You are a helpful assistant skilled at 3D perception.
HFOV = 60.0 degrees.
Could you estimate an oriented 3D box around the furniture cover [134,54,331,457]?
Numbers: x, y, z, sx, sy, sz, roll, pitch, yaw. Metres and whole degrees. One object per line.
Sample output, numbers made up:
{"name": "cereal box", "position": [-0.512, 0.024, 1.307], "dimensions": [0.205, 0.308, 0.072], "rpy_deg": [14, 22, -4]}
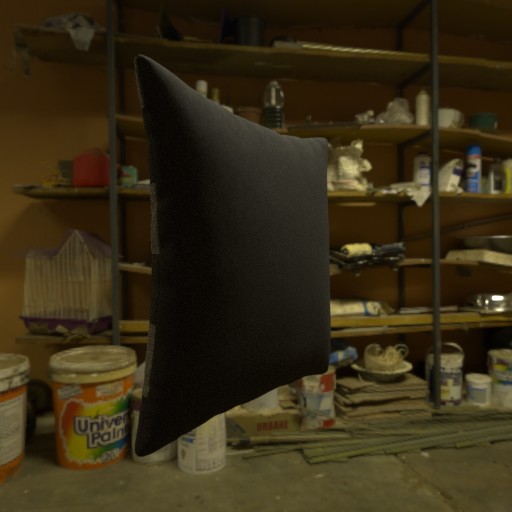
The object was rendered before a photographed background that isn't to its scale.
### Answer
{"name": "furniture cover", "position": [0.000, 0.000, 0.761], "dimensions": [0.161, 0.509, 0.511], "rpy_deg": [0, 0, 36]}
